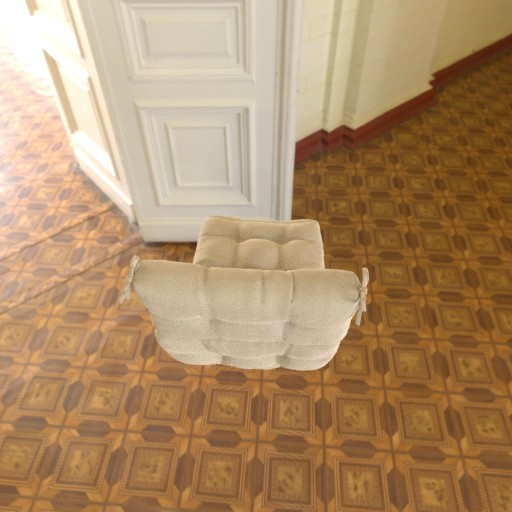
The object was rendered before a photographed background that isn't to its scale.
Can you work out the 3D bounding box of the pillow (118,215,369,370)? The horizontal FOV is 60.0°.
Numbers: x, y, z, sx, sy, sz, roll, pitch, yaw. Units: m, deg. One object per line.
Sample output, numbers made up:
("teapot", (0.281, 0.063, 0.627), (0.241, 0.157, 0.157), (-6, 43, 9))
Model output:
("pillow", (0.000, 0.000, 1.503), (0.526, 0.863, 1.016), (3, 47, 3))
